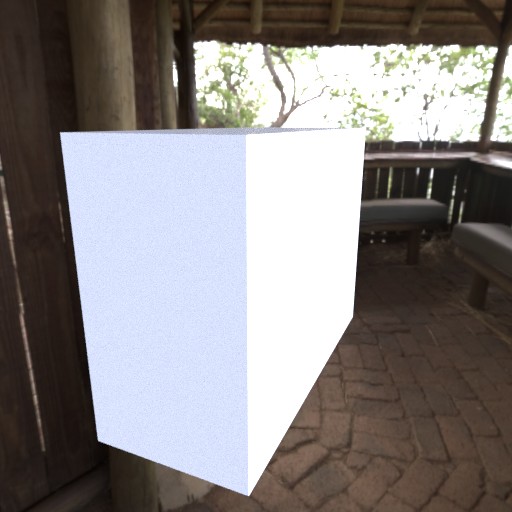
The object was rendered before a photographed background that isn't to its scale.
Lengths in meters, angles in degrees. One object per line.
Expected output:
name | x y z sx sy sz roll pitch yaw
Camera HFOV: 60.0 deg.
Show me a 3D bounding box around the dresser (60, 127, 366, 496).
dresser | 0.000 0.000 1.493 0.460 0.820 1.100 7 18 23
